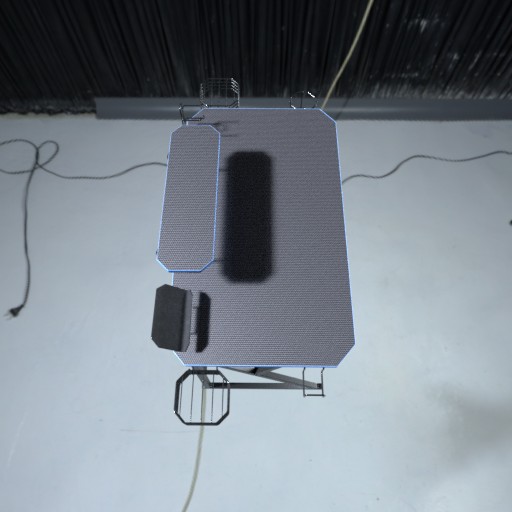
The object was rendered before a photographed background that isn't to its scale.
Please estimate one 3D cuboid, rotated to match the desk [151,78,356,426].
[{"bbox_3d":[0.000,0.000,1.753,0.594,0.909,1.295,0,65,0],"label":"desk"}]
